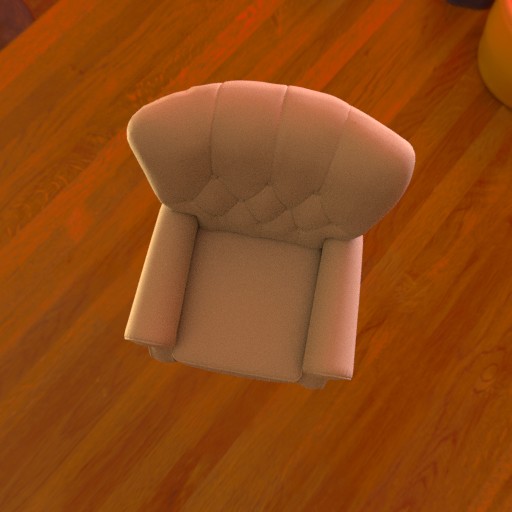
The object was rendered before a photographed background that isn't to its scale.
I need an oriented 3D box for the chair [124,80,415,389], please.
[{"bbox_3d":[0.000,0.000,2.094,1.090,1.217,1.128,10,76,2],"label":"chair"}]
